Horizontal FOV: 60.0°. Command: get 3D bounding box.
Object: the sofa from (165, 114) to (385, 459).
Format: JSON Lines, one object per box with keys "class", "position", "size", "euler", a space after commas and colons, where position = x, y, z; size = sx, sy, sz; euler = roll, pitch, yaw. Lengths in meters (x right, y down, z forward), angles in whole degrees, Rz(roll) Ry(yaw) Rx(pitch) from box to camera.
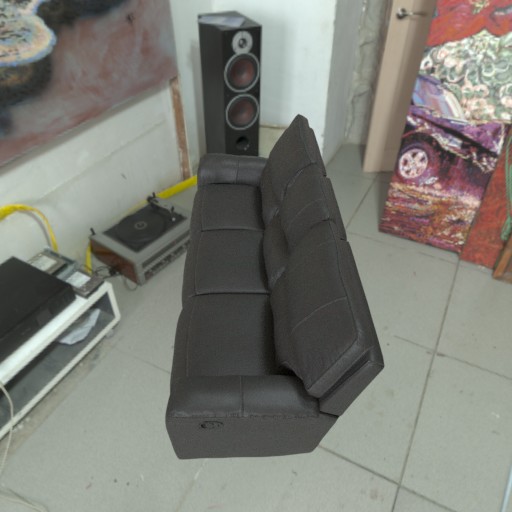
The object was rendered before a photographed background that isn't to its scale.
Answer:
{"class": "sofa", "position": [0.000, 0.000, 3.214], "size": [1.104, 1.134, 2.627], "euler": [-1, 41, -1]}
